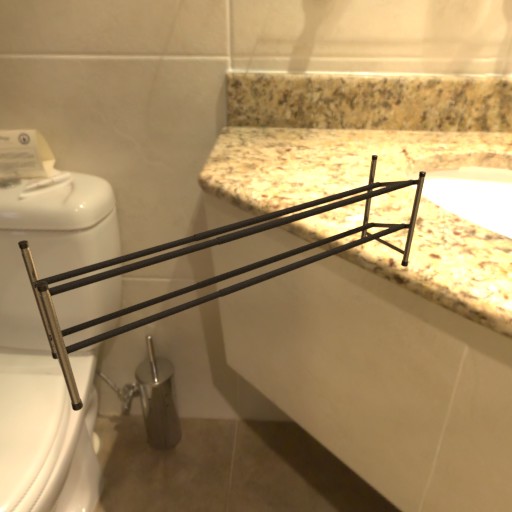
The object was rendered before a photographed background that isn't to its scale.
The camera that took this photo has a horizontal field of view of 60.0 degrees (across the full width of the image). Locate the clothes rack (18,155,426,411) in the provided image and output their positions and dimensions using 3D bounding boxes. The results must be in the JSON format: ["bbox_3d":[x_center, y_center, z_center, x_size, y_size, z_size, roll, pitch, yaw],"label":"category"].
[{"bbox_3d":[0.000,0.000,1.301,1.168,0.349,0.229,-19,35,-29],"label":"clothes rack"}]
